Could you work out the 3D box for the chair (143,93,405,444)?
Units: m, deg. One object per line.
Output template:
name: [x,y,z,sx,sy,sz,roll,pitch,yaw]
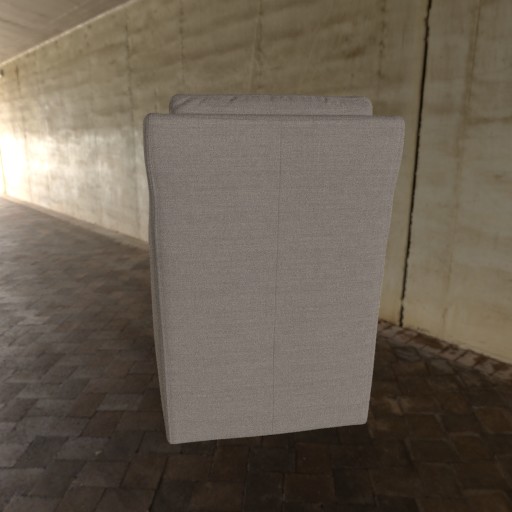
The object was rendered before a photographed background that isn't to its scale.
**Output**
chair: [0.000,0.000,1.385,0.626,0.914,0.694,-2,15,-9]
